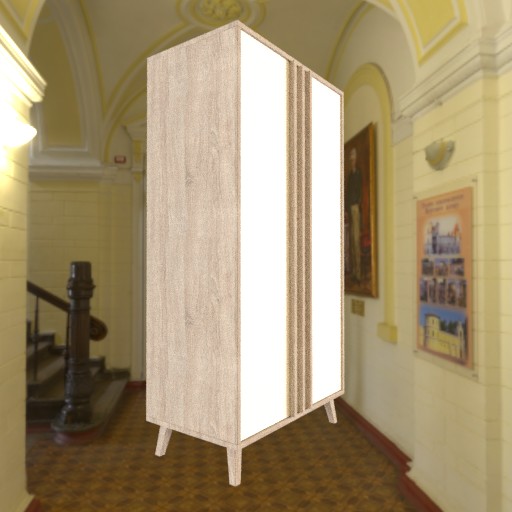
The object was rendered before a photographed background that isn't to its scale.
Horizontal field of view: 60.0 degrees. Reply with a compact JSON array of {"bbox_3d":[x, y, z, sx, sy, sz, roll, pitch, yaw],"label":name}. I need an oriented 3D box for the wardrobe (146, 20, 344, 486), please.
[{"bbox_3d":[0.000,0.000,2.407,0.600,1.960,1.000,0,-1,37],"label":"wardrobe"}]
